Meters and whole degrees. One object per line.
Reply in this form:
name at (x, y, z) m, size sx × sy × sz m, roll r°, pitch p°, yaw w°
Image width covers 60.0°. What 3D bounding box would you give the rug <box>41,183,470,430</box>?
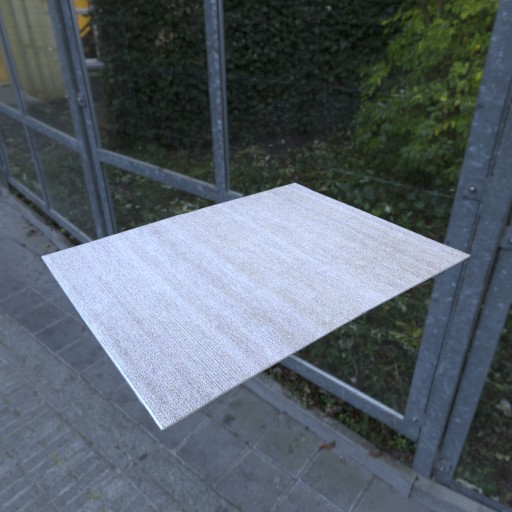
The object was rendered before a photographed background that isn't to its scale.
rug at (0.000, 0.000, 4.189) m, size 3.245 × 0.046 × 2.467 m, roll -21°, pitch 36°, yaw -32°
